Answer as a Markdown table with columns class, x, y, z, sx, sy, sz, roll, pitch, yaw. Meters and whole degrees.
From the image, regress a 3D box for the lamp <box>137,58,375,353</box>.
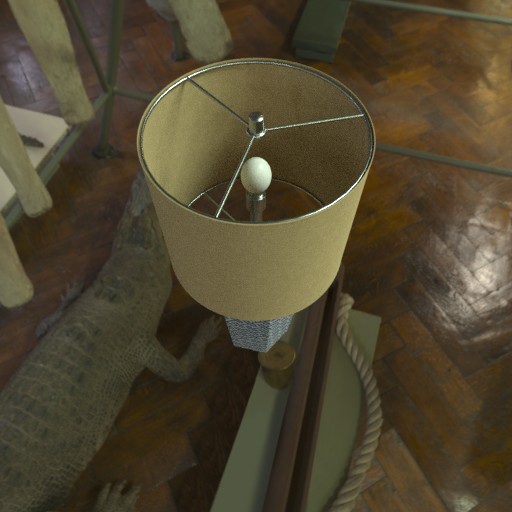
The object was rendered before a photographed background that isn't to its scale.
| class | x | y | z | sx | sy | sz | roll | pitch | yaw |
| --- | --- | --- | --- | --- | --- | --- | --- | --- | --- |
| lamp | 0.000 | 0.000 | 0.870 | 0.320 | 0.682 | 0.320 | 15 | 59 | 9 |
